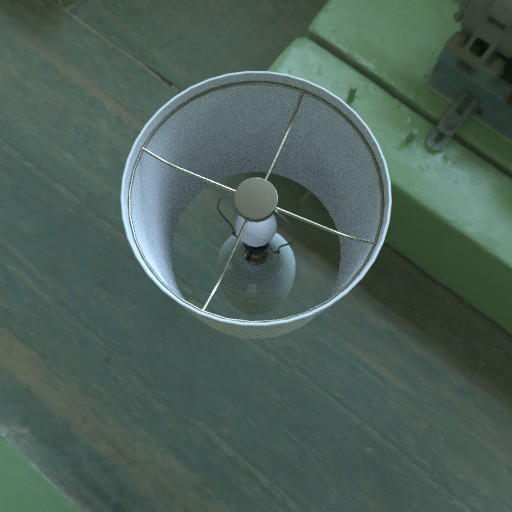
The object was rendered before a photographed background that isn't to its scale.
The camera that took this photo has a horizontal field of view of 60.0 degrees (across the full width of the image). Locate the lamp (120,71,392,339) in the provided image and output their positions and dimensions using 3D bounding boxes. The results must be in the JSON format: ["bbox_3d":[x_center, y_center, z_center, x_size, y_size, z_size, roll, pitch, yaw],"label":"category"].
[{"bbox_3d":[0.000,0.000,0.592,0.220,0.475,0.220,37,79,8],"label":"lamp"}]
